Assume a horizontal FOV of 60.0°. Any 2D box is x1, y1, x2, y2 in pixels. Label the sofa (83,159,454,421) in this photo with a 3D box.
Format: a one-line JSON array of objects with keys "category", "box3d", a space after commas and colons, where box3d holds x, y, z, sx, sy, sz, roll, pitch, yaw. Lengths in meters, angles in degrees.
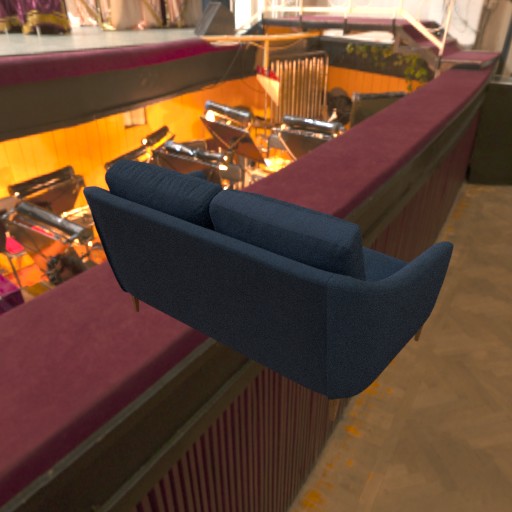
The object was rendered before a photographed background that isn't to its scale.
[{"category": "sofa", "box3d": [0.000, 0.000, 2.216, 1.619, 0.902, 0.960, 21, 36, 31]}]
